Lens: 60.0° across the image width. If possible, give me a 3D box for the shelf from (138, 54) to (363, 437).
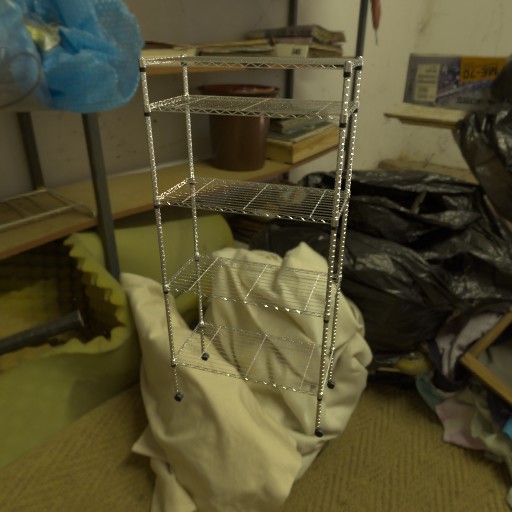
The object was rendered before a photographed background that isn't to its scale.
[{"bbox_3d":[0.000,0.000,1.939,0.762,1.587,0.356,8,28,16],"label":"shelf"}]
